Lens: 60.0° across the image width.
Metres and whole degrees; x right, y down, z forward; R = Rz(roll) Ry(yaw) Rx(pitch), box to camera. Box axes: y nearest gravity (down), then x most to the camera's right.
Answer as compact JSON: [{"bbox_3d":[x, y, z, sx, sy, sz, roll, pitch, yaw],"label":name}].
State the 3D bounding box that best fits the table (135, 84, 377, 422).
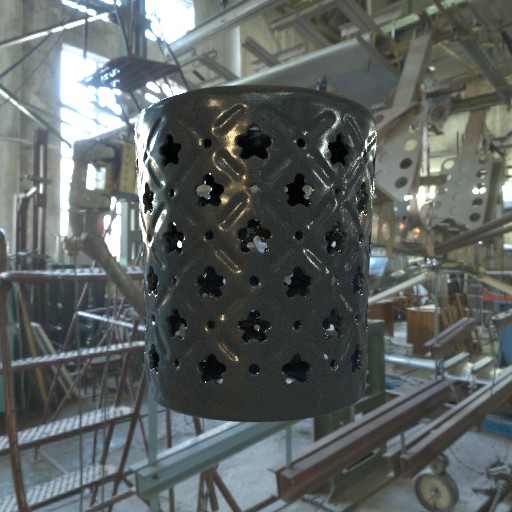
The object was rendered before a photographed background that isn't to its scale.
[{"bbox_3d":[0.000,0.000,0.662,0.352,0.387,0.352,0,-1,0],"label":"table"}]
